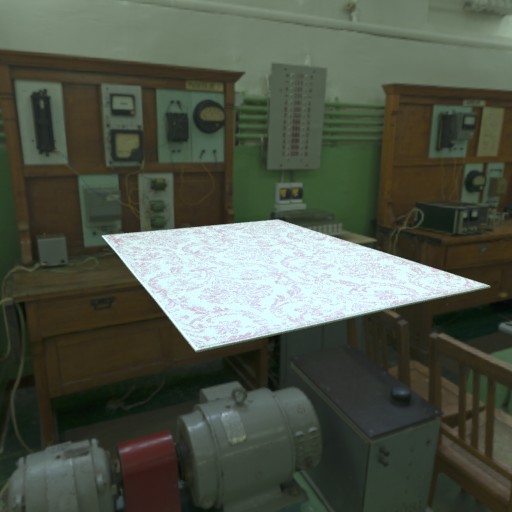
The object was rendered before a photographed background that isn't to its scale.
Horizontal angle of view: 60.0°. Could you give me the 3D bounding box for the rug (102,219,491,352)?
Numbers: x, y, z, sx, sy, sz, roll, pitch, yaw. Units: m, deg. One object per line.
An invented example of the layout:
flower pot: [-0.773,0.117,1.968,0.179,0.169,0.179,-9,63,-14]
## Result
rug: [0.000,0.000,2.880,1.598,0.014,2.202,-7,16,-26]
